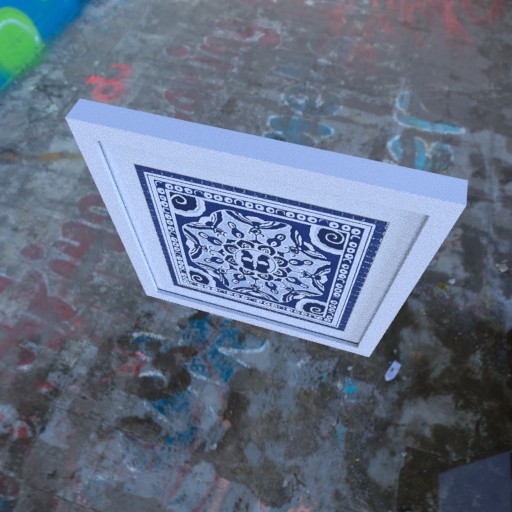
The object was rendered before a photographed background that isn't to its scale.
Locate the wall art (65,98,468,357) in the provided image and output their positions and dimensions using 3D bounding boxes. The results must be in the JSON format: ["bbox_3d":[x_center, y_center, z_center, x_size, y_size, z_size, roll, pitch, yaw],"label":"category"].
[{"bbox_3d":[0.000,0.000,0.534,0.355,0.355,0.027,14,59,9],"label":"wall art"}]
